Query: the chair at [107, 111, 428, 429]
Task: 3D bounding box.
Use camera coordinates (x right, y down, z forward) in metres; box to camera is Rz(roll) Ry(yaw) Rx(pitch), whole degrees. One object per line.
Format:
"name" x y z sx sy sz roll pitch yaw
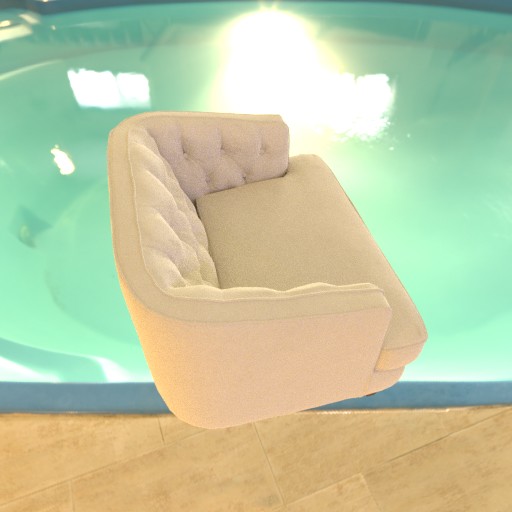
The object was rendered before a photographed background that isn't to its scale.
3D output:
"chair" 0.000 0.000 1.736 0.941 0.852 1.104 -11 49 -10
